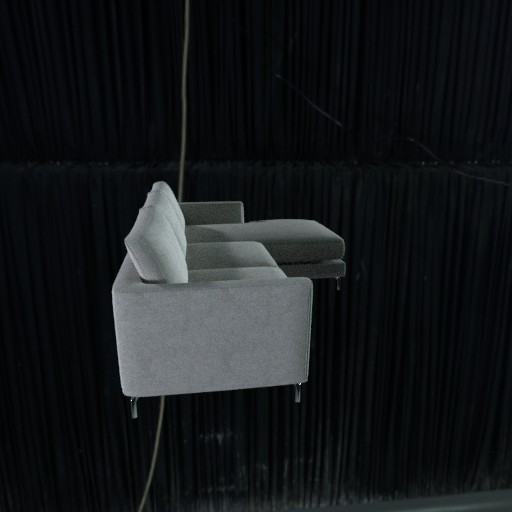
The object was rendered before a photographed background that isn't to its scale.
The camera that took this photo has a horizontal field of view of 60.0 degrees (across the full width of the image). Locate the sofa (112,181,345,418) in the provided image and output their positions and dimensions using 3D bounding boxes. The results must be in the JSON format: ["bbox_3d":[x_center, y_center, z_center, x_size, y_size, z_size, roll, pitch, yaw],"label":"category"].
[{"bbox_3d":[0.000,0.000,3.138,1.626,0.864,2.438,-3,16,-9],"label":"sofa"}]
